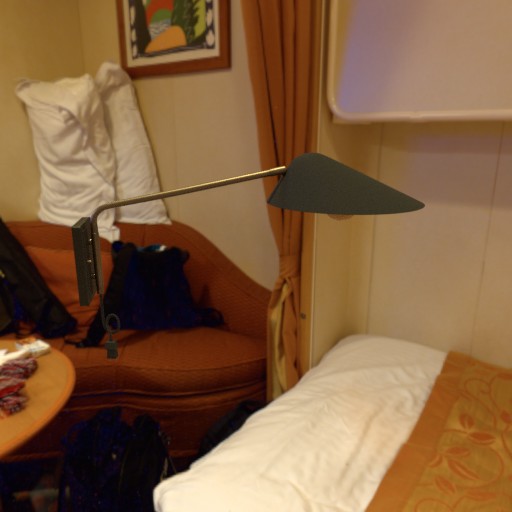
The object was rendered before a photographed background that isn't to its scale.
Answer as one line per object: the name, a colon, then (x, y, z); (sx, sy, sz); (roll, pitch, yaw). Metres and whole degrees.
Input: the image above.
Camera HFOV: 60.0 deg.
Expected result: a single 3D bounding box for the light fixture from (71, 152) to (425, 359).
light fixture: (0.000, 0.000, 0.689); (0.516, 0.312, 0.240); (-3, 16, -10)
